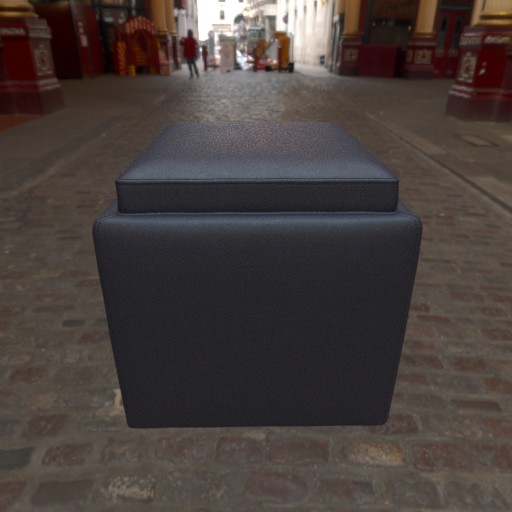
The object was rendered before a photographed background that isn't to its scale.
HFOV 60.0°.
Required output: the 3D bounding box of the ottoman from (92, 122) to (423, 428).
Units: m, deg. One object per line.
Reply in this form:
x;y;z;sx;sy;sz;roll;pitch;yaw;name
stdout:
0.000;0.000;0.840;0.450;0.460;0.451;0;26;-1;ottoman
